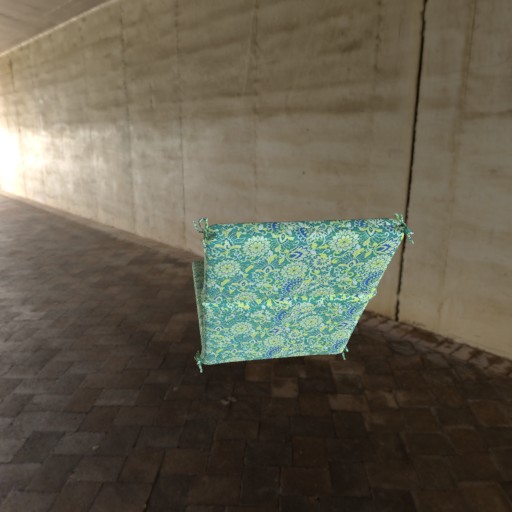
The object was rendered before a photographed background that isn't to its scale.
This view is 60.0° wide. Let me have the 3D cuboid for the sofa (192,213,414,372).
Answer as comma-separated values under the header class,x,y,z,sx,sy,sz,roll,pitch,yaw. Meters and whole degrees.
class,x,y,z,sx,sy,sz,roll,pitch,yaw
sofa,0.000,0.000,1.943,0.582,0.622,1.663,-3,15,-10
